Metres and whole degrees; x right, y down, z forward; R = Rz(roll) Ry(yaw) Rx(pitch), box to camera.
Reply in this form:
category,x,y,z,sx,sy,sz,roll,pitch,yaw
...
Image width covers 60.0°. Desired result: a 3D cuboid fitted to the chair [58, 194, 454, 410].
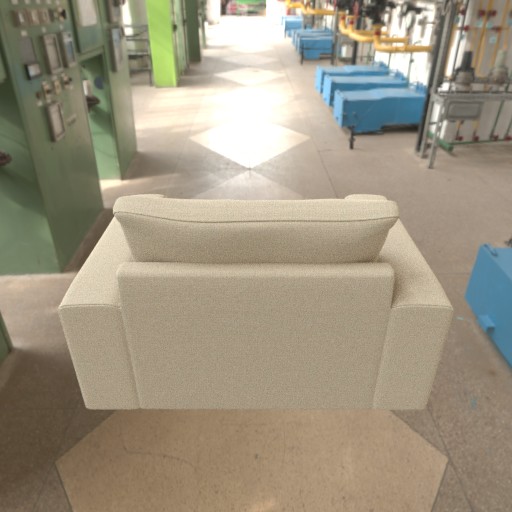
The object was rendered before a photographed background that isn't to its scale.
category,x,y,z,sx,sy,sz,roll,pitch,yaw
chair,0.000,0.000,2.042,1.398,0.915,1.039,0,31,0
